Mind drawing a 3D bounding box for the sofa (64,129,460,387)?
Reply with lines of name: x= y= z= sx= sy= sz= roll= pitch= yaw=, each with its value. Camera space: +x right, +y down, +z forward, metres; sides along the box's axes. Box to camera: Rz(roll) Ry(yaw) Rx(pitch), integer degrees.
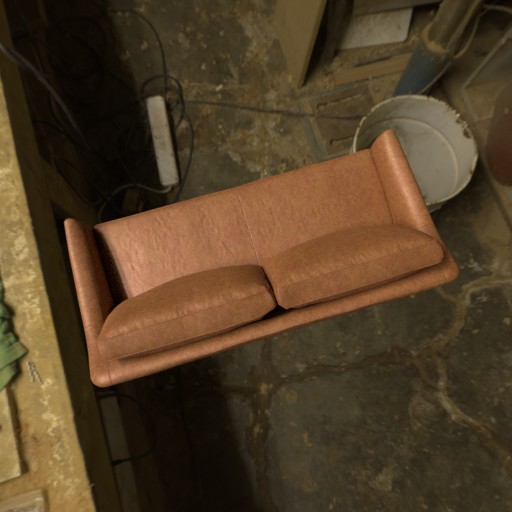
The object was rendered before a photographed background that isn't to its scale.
sofa: x=0.000 y=0.000 z=2.624 sx=2.036 sy=0.945 sz=0.981 roll=-16 pitch=78 yaw=-4
